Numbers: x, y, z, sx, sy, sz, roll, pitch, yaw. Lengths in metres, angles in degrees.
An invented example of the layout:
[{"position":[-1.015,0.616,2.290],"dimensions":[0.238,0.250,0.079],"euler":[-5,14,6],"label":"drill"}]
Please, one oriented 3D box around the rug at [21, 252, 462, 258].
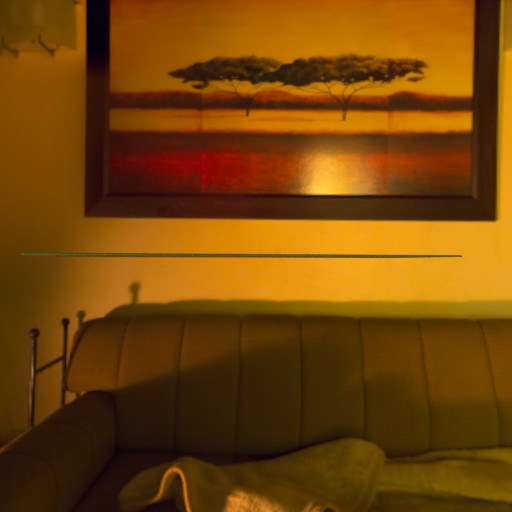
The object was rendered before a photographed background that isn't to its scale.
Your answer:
[{"position":[0.000,0.000,2.431],"dimensions":[2.196,0.011,0.662],"euler":[0,-1,-18],"label":"rug"}]
